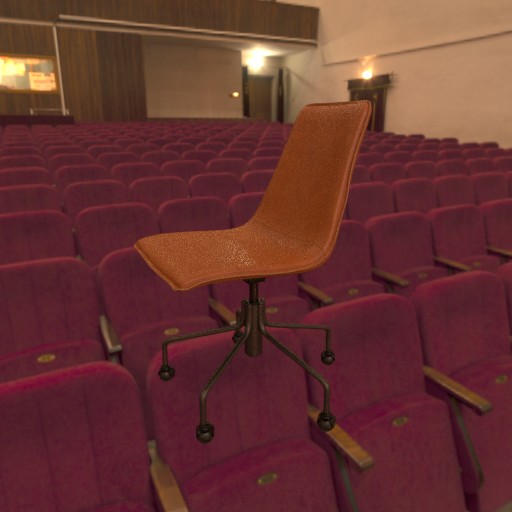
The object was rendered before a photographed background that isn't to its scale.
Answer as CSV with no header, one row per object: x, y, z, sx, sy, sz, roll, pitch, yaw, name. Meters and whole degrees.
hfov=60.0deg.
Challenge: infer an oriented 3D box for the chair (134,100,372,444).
0.000,0.000,1.380,0.660,0.920,0.651,-8,18,-26,chair
